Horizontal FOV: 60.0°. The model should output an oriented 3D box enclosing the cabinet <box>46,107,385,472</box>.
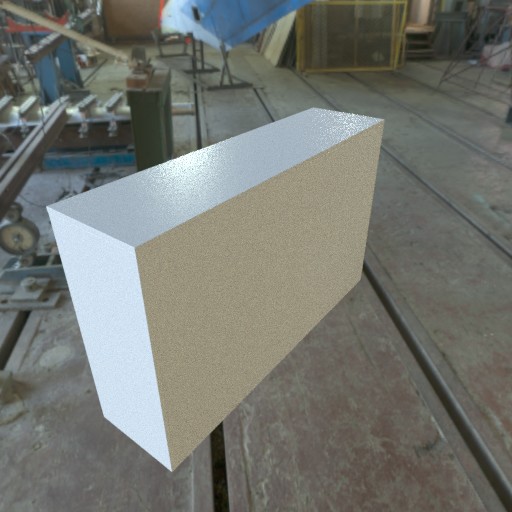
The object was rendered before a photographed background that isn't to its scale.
[{"bbox_3d":[0.000,0.000,1.875,0.380,0.900,1.450,22,38,31],"label":"cabinet"}]
